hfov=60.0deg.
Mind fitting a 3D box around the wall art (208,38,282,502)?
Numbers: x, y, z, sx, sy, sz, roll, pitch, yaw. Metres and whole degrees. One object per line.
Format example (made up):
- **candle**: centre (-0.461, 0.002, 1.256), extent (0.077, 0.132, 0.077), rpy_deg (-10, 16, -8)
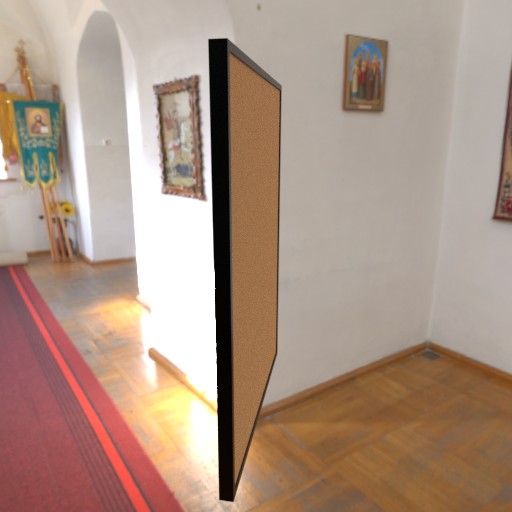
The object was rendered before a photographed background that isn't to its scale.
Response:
- **wall art**: centre (0.000, 0.000, 1.357), extent (0.040, 1.062, 0.805), rpy_deg (3, 15, 10)
